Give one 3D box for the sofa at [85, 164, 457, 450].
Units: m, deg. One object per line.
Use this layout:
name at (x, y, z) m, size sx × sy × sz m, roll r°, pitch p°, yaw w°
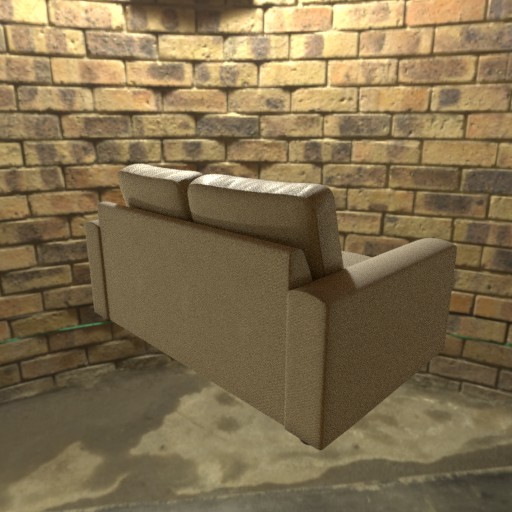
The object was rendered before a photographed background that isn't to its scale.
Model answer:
sofa at (0.000, 0.000, 2.225) m, size 1.616 × 0.873 × 1.016 m, roll 16°, pitch 23°, yaw 42°
